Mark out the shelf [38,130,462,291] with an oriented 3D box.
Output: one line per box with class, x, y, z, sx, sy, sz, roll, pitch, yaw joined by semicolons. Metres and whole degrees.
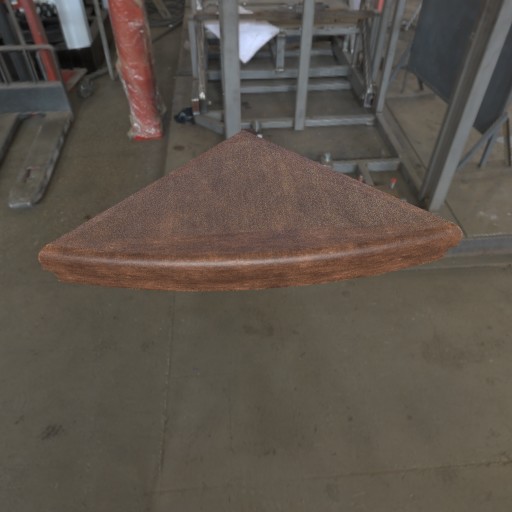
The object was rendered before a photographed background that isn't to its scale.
shelf;0.000;0.000;0.466;0.310;0.050;0.310;31;53;27
